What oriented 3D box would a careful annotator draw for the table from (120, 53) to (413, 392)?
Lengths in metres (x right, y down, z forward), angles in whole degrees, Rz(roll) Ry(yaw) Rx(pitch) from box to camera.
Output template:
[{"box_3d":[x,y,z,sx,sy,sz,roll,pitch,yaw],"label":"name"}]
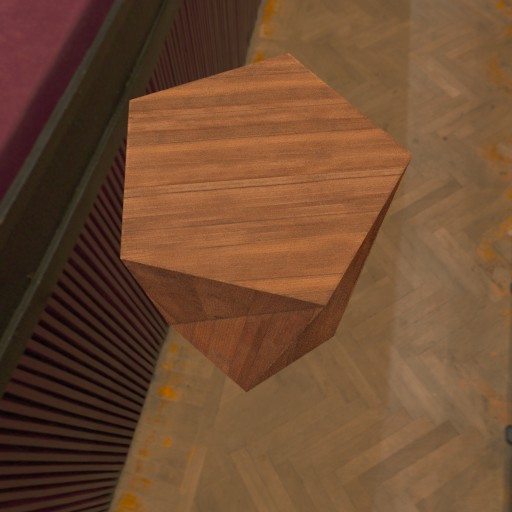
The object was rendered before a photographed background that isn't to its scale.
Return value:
[{"box_3d":[0.000,0.000,0.885,0.425,0.604,0.441,14,66,6],"label":"table"}]
